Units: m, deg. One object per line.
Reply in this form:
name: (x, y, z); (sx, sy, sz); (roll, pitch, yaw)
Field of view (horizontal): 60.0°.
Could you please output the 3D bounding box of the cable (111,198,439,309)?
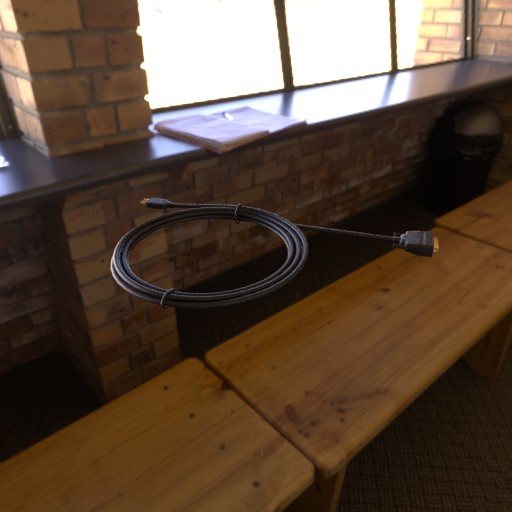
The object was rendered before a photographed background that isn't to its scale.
cable: (0.000, 0.000, 0.531); (0.422, 0.030, 0.257); (9, 31, 15)
